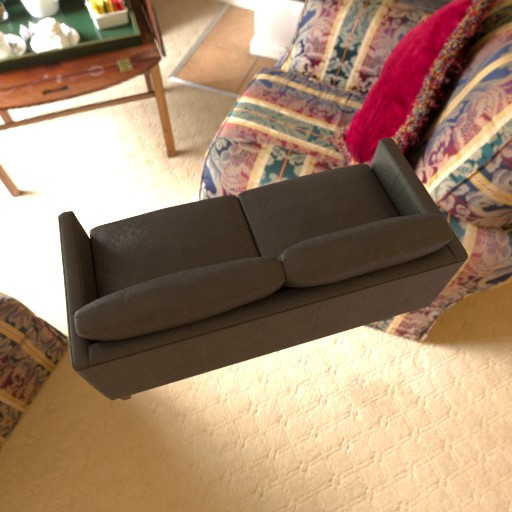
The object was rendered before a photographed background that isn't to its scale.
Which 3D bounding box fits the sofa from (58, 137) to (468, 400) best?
[{"bbox_3d":[0.000,0.000,2.495,1.971,0.863,0.933,-15,60,-9],"label":"sofa"}]
